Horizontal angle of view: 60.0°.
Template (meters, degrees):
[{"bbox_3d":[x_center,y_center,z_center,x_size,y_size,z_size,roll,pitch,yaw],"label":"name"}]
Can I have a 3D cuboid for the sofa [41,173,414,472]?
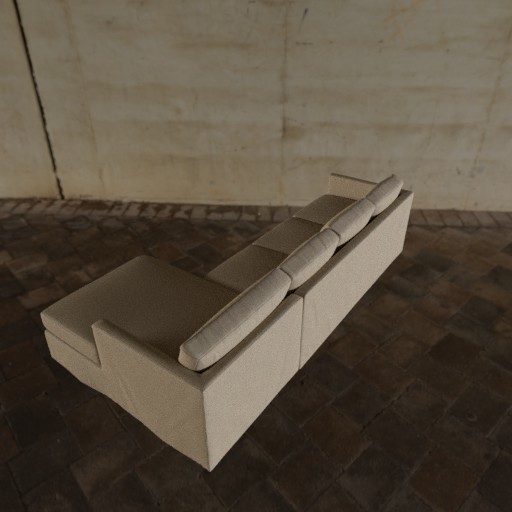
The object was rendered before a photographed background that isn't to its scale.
[{"bbox_3d":[0.000,0.000,3.875,1.622,0.871,3.206,21,37,30],"label":"sofa"}]
